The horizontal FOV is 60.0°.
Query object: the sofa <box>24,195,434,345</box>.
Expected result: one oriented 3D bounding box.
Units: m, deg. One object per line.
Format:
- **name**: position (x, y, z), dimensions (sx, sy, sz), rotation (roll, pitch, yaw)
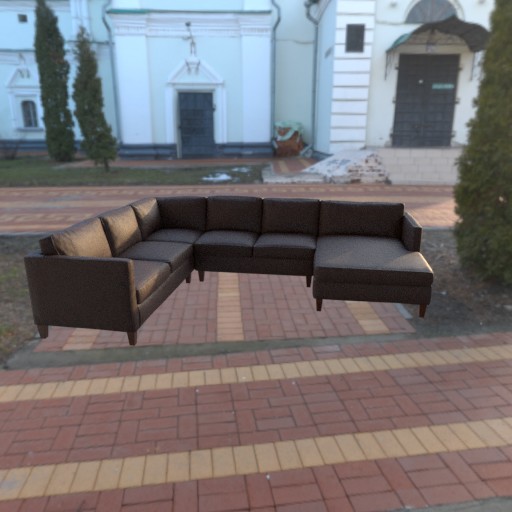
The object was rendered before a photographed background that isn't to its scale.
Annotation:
- **sofa**: position (0.000, 0.000, 4.603), dimensions (3.460, 0.923, 2.593), rotation (2, 16, 8)
